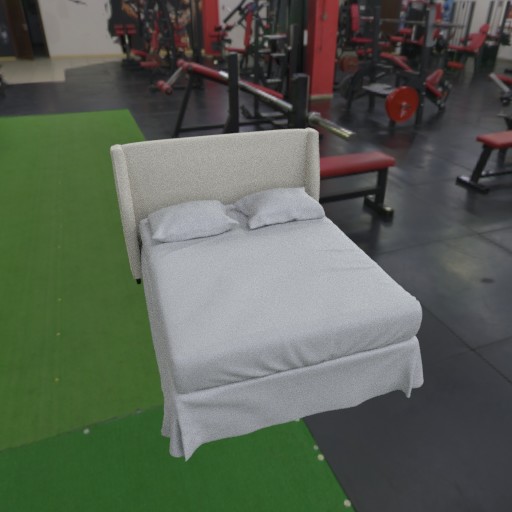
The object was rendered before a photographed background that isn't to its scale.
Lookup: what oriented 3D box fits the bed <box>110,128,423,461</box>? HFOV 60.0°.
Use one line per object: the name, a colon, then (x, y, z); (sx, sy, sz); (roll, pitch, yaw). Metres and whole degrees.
bed: (0.000, 0.000, 3.466); (1.925, 1.332, 2.276); (-9, 32, -15)
